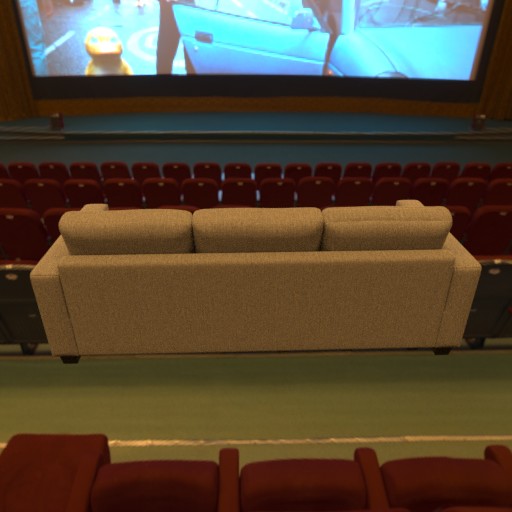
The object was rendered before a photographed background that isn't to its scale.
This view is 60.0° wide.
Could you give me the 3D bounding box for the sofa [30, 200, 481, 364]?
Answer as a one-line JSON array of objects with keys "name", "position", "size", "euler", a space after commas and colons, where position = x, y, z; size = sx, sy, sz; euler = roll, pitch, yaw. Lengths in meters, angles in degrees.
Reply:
[{"name": "sofa", "position": [0.000, 0.000, 2.512], "size": [2.120, 0.800, 0.900], "euler": [-1, 29, -2]}]
